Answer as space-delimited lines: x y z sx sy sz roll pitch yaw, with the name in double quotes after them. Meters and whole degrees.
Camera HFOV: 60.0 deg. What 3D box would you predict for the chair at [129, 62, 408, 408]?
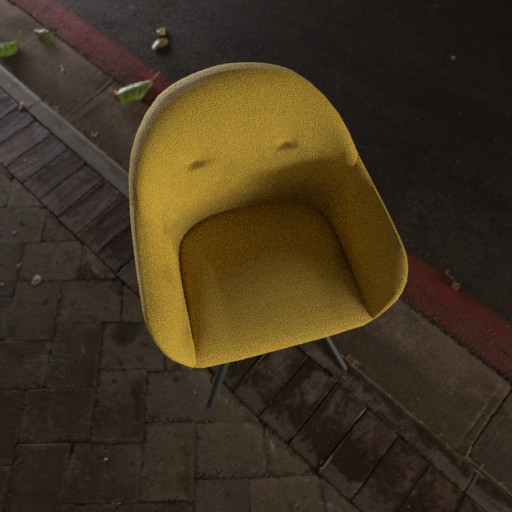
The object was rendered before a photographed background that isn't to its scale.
0.000 0.000 1.163 0.545 0.775 0.565 -13 64 -7 "chair"
